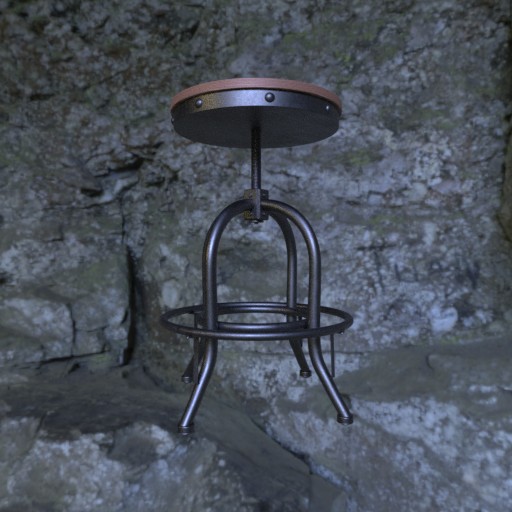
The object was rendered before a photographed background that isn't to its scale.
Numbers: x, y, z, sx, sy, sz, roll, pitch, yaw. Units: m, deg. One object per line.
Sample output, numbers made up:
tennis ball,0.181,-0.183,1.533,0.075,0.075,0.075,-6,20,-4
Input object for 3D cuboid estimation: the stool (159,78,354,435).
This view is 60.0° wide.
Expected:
stool,0.000,0.000,0.926,0.439,0.609,0.439,1,2,37
